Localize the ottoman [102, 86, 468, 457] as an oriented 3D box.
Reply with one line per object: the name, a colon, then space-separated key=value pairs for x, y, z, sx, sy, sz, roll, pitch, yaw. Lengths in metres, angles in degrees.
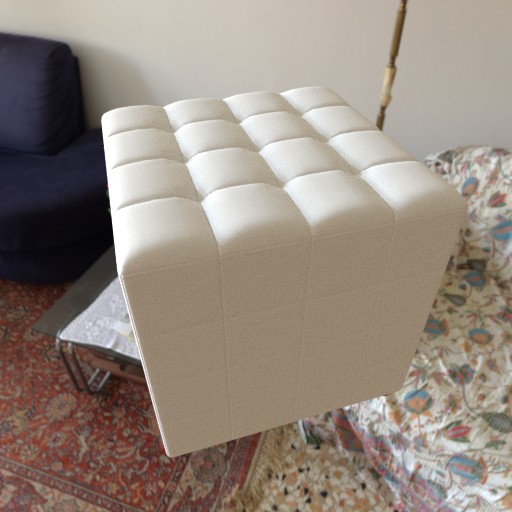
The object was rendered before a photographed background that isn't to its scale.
ottoman: x=0.000 y=0.000 z=0.778 sx=0.425 sy=0.432 sz=0.425 roll=-11 pitch=41 yaw=-13
